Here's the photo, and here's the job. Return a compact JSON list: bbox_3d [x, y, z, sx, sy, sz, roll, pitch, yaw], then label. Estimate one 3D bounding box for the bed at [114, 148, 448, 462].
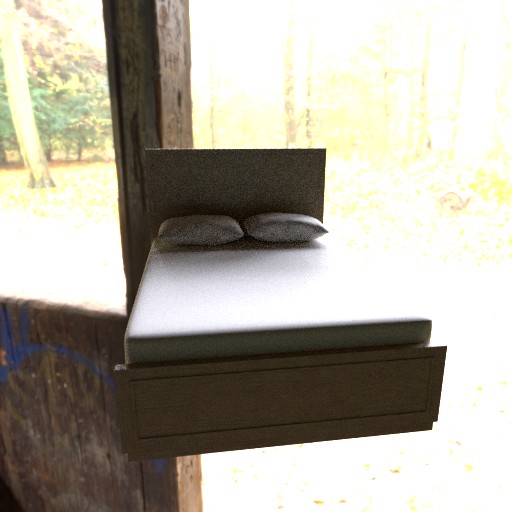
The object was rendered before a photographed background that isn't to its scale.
[{"bbox_3d":[0.000,0.000,3.077,1.606,1.369,2.189,-2,16,-8],"label":"bed"}]
